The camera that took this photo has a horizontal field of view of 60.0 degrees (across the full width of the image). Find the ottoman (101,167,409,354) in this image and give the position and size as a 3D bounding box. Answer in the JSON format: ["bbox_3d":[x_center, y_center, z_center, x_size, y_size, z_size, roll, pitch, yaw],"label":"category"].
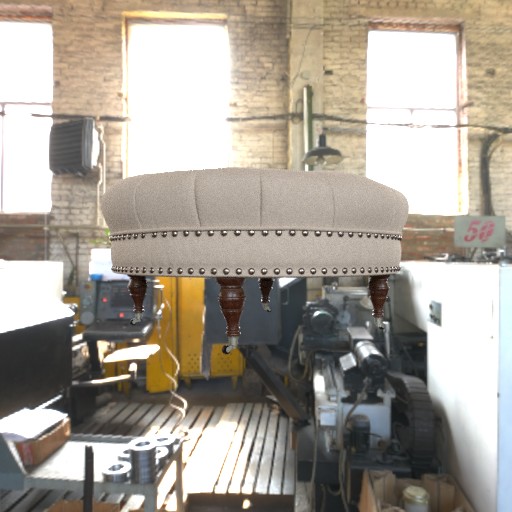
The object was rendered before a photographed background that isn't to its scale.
[{"bbox_3d":[0.000,0.000,1.365,0.901,0.439,0.901,0,0,0],"label":"ottoman"}]
